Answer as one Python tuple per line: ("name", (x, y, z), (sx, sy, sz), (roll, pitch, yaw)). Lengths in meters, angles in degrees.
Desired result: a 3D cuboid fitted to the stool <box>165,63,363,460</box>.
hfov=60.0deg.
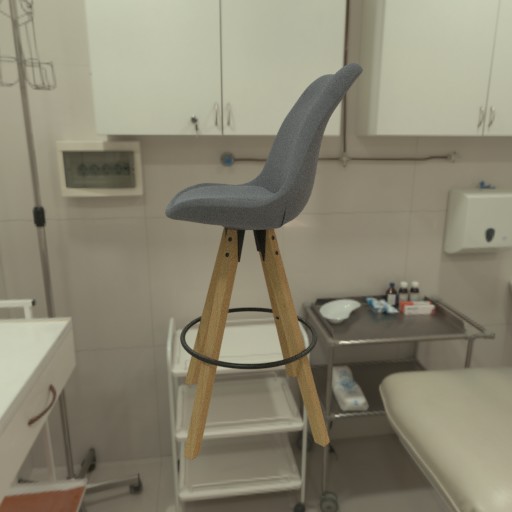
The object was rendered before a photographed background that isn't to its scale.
("stool", (0.000, 0.000, 1.413), (0.550, 1.115, 0.485), (-2, 15, -8))
